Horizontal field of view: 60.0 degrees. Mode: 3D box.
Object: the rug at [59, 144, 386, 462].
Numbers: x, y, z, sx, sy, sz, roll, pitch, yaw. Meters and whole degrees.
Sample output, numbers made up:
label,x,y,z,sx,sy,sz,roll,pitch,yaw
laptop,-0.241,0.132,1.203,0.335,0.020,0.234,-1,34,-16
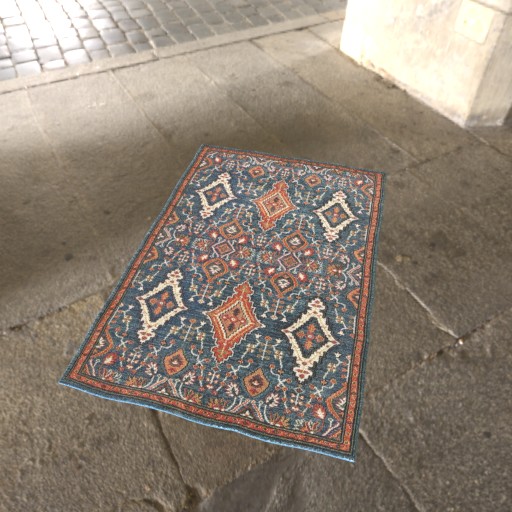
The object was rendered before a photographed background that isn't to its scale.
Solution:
label,x,y,z,sx,sy,sz,roll,pitch,yaw
rug,0.000,0.000,3.031,1.622,0.009,2.373,11,49,10
